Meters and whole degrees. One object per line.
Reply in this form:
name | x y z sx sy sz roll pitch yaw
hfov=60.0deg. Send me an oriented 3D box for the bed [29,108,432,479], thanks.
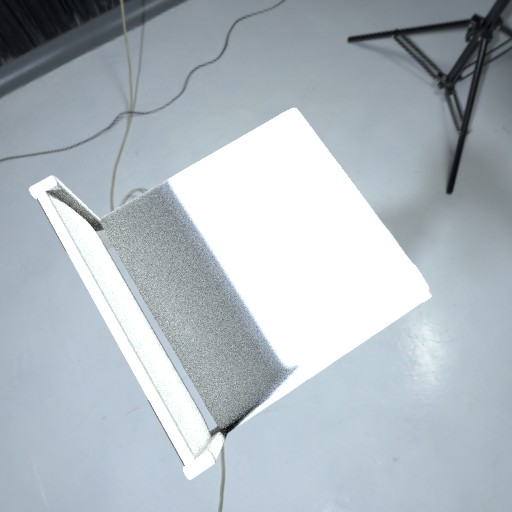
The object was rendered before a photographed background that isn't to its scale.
bed | 0.000 0.000 3.614 2.280 1.470 2.140 -32 78 -7
